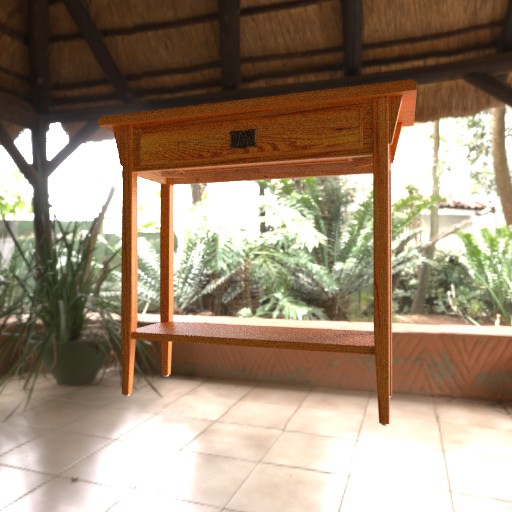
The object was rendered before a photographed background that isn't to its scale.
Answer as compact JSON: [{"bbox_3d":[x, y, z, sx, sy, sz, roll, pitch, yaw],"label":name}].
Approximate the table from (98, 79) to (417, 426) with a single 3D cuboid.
[{"bbox_3d":[0.000,0.000,1.125,0.762,0.711,0.254,0,0,18],"label":"table"}]
